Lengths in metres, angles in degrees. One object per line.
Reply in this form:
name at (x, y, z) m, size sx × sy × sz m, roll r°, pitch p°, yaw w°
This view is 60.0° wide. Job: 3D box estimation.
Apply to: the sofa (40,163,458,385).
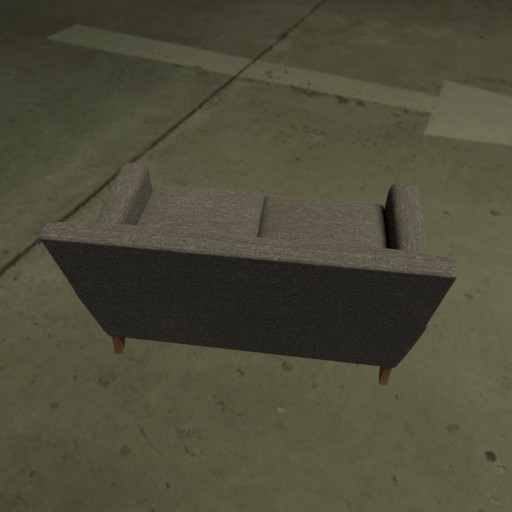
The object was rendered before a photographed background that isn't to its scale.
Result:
sofa at (0.000, 0.000, 2.102) m, size 1.509 × 0.905 × 0.867 m, roll 5°, pitch 46°, yaw 5°
